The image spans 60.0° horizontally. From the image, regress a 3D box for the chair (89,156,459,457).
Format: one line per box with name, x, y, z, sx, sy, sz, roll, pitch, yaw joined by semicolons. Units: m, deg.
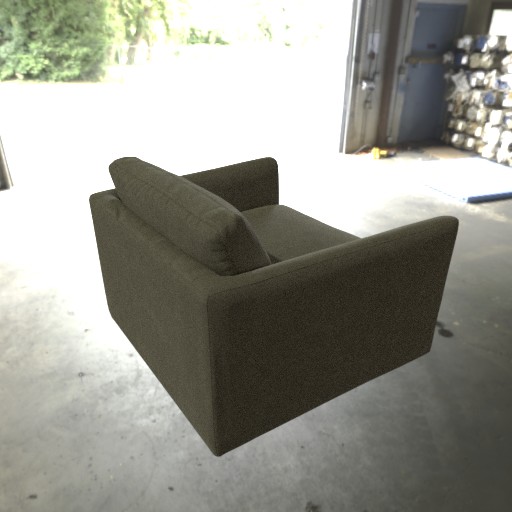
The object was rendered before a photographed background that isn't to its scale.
chair;0.000;0.000;1.926;1.091;0.845;1.190;-18;31;-31
